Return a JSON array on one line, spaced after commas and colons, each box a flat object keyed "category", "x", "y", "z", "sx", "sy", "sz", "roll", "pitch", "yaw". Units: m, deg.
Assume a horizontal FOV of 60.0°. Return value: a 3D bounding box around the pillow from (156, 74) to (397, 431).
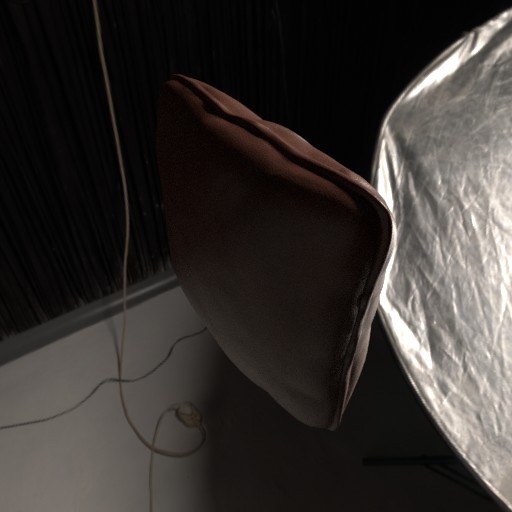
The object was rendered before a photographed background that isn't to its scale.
[{"category": "pillow", "x": 0.000, "y": 0.000, "z": 0.801, "sx": 0.236, "sy": 0.523, "sz": 0.532, "roll": -25, "pitch": 48, "yaw": -26}]
